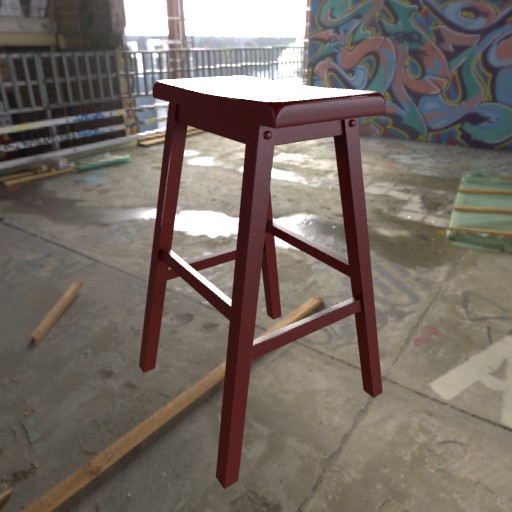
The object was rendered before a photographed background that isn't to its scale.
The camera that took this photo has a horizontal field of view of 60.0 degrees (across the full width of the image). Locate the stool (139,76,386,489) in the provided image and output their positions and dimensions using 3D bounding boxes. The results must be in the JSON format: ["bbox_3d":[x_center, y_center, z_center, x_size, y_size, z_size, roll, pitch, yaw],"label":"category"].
[{"bbox_3d":[0.000,0.000,1.023,0.476,0.737,0.457,-17,31,-31],"label":"stool"}]
